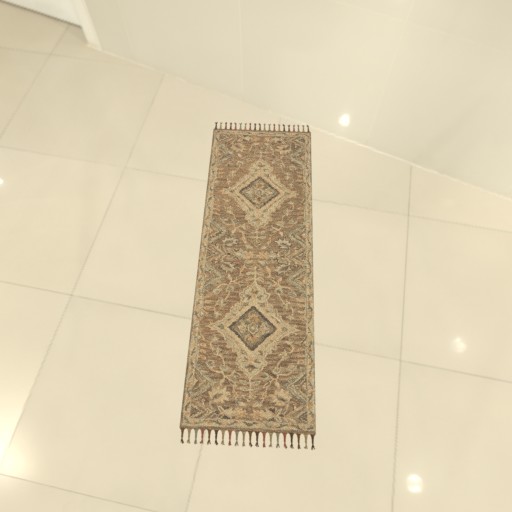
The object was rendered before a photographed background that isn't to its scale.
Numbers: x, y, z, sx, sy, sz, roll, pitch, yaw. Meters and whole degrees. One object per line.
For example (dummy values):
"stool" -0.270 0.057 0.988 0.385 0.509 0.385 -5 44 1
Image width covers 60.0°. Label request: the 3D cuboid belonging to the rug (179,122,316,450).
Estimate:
"rug" 0.000 0.000 2.871 1.324 0.018 2.378 17 64 8
